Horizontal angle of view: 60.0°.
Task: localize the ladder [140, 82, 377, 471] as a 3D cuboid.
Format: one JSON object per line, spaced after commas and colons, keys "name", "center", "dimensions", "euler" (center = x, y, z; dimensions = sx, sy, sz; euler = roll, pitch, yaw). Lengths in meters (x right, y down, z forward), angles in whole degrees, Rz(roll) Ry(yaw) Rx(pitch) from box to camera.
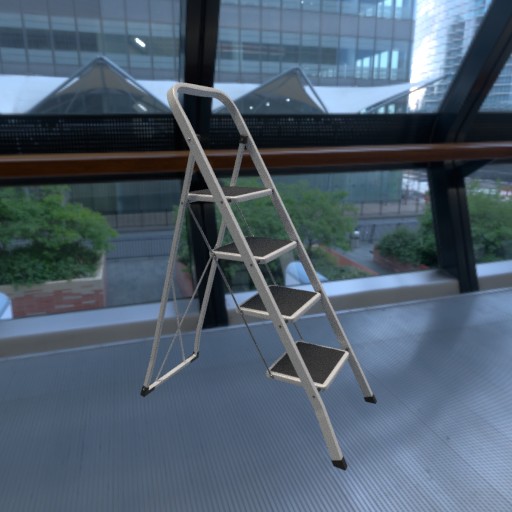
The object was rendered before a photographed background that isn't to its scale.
{"name": "ladder", "center": [0.000, 0.000, 1.719], "dimensions": [0.914, 1.265, 0.460], "euler": [8, 17, 27]}
